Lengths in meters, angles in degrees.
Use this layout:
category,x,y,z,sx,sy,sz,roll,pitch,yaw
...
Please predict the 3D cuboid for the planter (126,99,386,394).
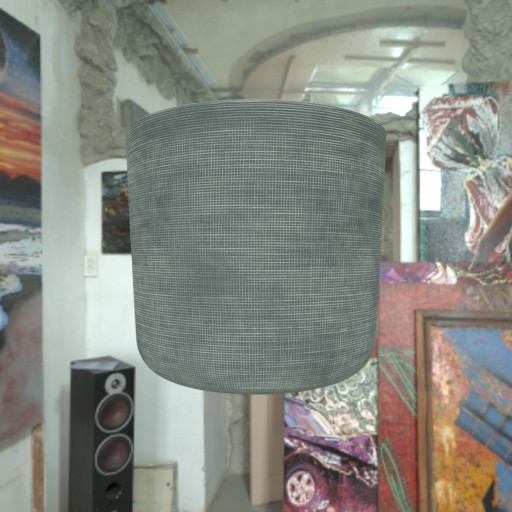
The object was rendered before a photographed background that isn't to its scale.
category,x,y,z,sx,sy,sz,roll,pitch,yaw
planter,0.000,0.000,0.780,0.440,0.398,0.440,0,0,0
